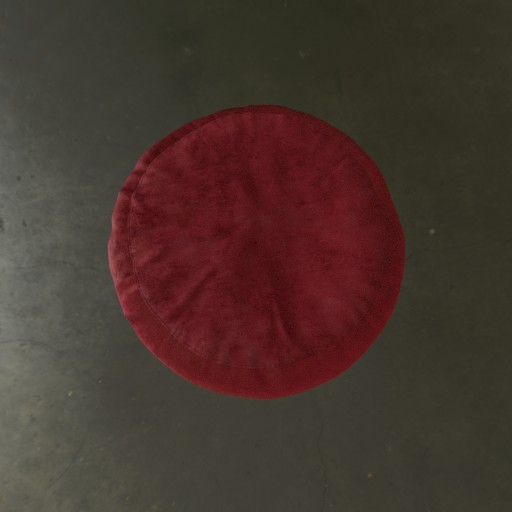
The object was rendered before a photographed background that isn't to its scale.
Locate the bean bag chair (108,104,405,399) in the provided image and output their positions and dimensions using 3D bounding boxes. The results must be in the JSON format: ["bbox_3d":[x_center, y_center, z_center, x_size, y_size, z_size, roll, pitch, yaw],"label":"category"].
[{"bbox_3d":[0.000,0.000,1.994,1.219,0.762,1.219,0,77,0],"label":"bean bag chair"}]
